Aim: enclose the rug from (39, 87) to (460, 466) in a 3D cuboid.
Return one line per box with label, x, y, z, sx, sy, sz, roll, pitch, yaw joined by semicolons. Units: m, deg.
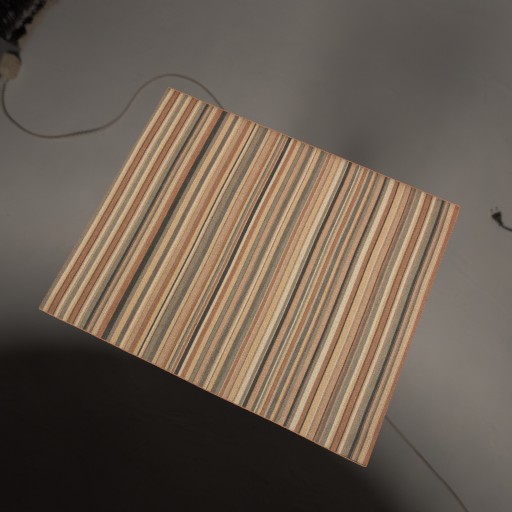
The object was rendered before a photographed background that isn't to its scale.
rug;0.000;0.000;3.970;3.045;0.011;2.436;24;77;6
